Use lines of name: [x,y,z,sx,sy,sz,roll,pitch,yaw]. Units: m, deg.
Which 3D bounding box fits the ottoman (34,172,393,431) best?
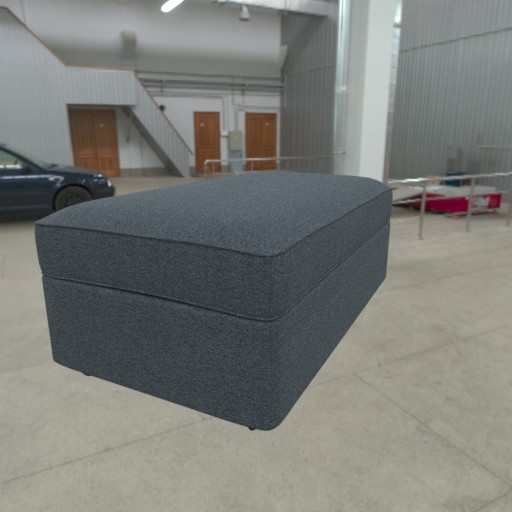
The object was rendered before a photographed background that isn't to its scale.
ottoman: [0.000,0.000,1.499,0.681,0.494,1.173,8,18,26]
